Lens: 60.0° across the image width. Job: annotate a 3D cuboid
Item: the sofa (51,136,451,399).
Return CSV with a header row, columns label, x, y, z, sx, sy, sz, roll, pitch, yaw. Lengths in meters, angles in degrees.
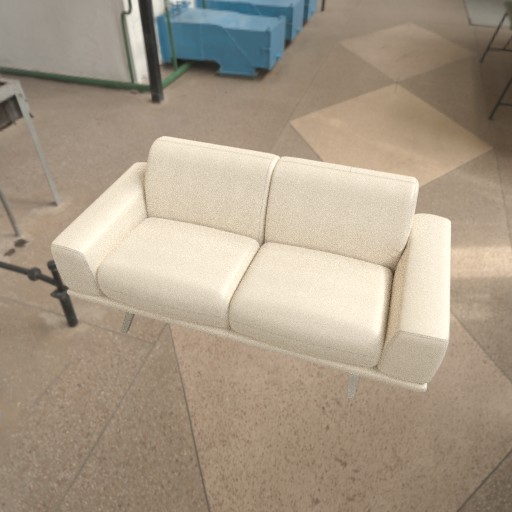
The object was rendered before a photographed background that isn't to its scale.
label,x,y,z,sx,sy,sz,roll,pitch,yaw
sofa,0.000,0.000,2.362,1.901,0.772,0.900,13,43,14
